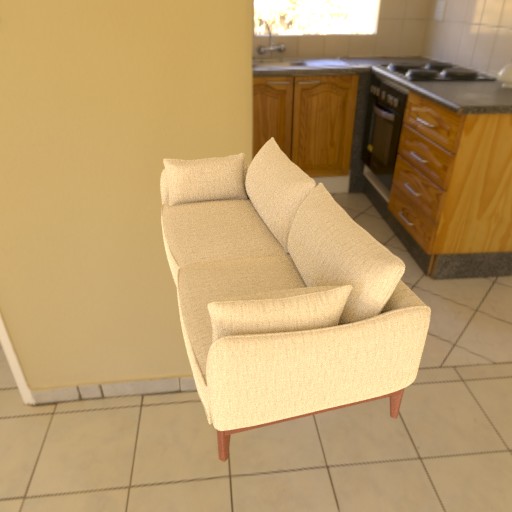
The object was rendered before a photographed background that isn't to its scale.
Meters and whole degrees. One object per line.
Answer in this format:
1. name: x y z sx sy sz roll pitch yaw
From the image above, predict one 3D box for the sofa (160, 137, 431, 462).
1. sofa: 0.000 0.000 2.596 0.991 0.860 1.989 -8 32 -13
